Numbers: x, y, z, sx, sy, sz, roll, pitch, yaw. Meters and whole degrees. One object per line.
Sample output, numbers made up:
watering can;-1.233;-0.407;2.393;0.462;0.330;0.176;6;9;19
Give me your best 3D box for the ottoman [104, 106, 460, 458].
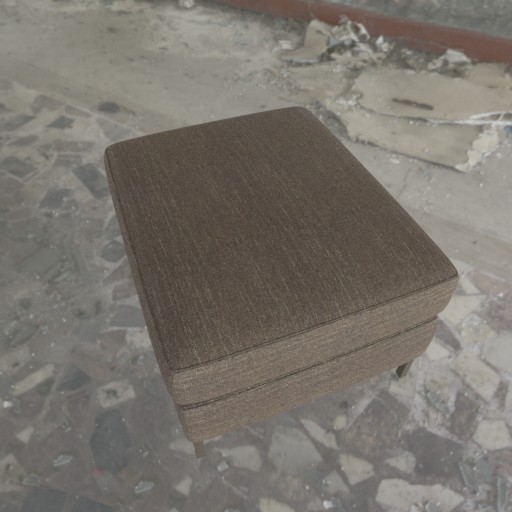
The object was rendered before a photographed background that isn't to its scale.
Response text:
ottoman;0.000;0.000;1.253;0.671;0.490;0.820;-16;49;-15
